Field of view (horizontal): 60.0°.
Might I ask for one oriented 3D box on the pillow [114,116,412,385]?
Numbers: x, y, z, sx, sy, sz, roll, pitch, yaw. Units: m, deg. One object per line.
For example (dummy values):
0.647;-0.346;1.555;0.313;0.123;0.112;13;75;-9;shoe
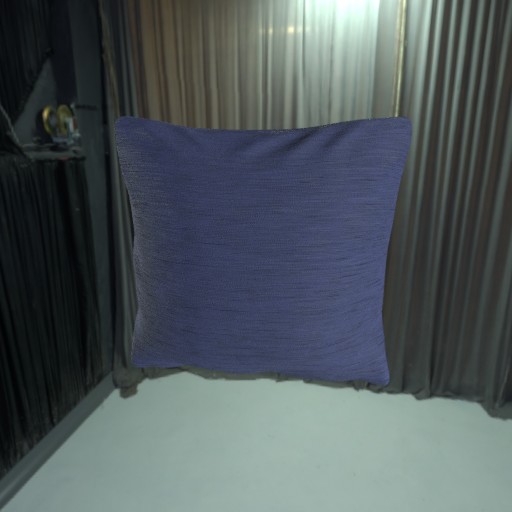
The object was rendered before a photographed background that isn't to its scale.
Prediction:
0.000;0.000;0.687;0.432;0.414;0.246;2;17;8;pillow
